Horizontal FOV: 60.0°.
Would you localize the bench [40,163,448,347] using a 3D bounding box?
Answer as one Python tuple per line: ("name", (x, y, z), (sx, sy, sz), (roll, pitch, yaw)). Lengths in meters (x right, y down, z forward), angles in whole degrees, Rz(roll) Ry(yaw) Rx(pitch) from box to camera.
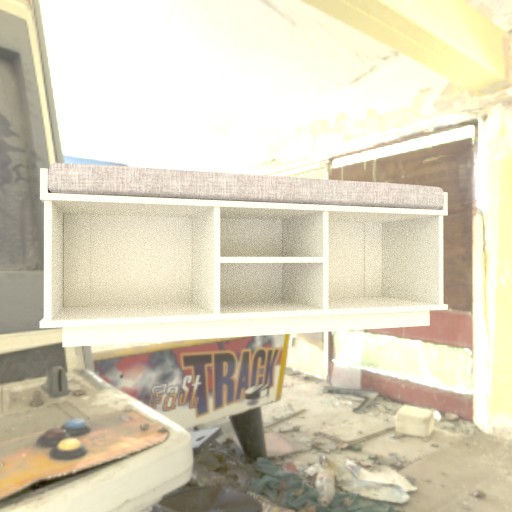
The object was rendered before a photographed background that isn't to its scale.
("bench", (0.000, 0.000, 1.403), (1.196, 0.453, 0.363), (0, 0, -19))
